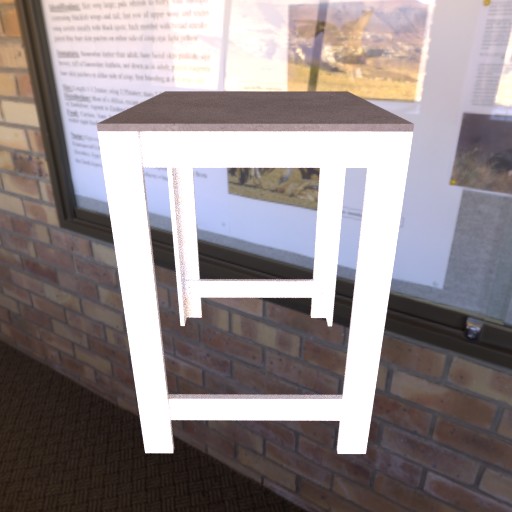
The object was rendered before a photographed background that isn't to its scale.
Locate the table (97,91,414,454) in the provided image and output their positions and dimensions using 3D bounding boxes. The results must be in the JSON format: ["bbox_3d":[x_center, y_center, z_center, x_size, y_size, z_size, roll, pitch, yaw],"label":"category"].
[{"bbox_3d":[0.000,0.000,1.555,0.700,1.020,0.800,0,25,0],"label":"table"}]
